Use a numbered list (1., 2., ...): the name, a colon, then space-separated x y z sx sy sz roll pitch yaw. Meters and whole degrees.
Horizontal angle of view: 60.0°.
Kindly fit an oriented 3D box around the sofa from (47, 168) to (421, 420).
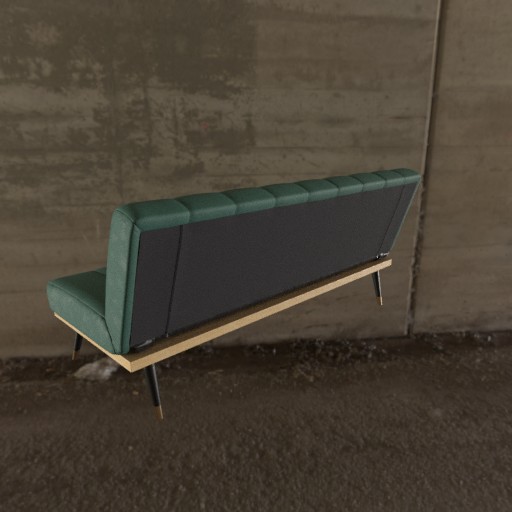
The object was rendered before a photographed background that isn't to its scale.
1. sofa: 0.000 0.000 2.259 1.810 0.820 0.830 -15 22 -42
